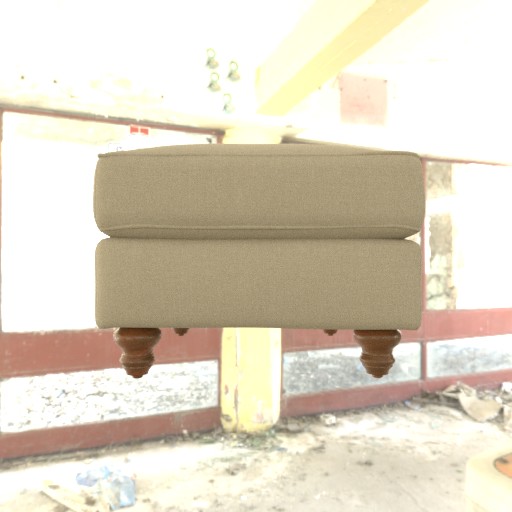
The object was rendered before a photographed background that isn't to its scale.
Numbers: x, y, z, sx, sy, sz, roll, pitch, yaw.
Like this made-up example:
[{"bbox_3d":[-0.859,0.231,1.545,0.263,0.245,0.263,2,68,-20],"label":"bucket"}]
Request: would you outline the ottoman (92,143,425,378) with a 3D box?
[{"bbox_3d":[0.000,0.000,1.173,0.662,0.505,0.716,0,-1,-1],"label":"ottoman"}]
